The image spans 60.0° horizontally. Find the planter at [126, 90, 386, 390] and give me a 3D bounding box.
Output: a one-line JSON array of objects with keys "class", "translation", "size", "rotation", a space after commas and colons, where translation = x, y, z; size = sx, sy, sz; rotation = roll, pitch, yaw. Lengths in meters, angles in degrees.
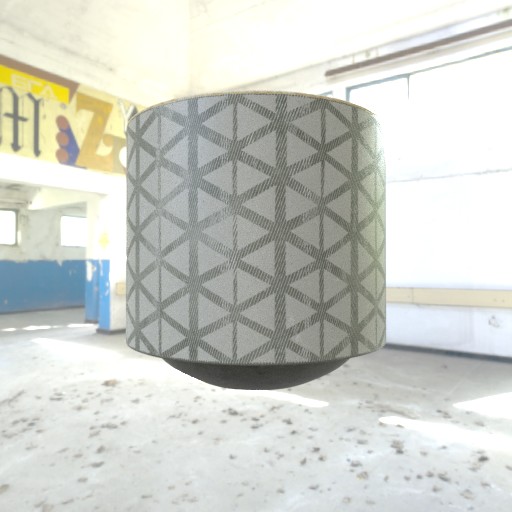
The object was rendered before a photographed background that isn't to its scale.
[{"class": "planter", "translation": [0.000, 0.000, 0.444], "size": [0.250, 0.239, 0.250], "rotation": [0, 0, 0]}]
